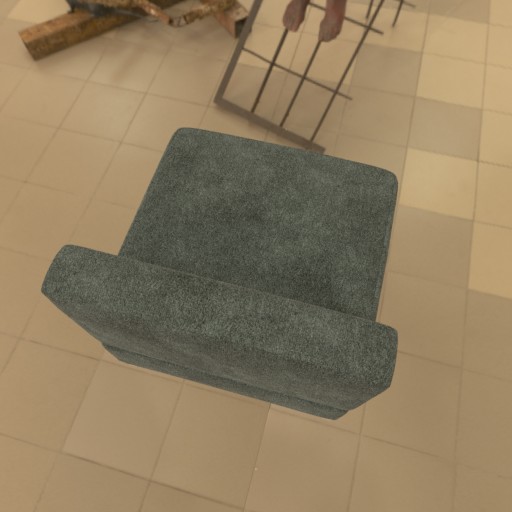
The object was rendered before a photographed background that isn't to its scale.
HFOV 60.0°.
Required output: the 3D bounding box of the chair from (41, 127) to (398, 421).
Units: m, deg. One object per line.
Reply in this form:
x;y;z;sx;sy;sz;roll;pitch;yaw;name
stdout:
0.000;0.000;1.210;0.680;0.660;0.680;14;65;6;chair
